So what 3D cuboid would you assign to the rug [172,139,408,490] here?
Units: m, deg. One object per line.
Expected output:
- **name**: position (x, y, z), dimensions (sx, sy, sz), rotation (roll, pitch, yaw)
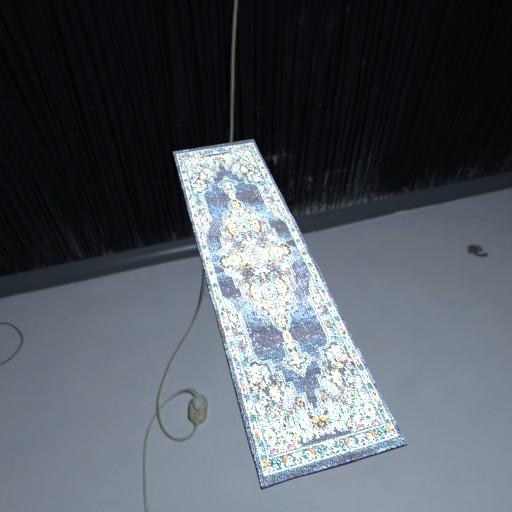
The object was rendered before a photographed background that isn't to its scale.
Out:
- **rug**: position (0.000, 0.000, 2.432), dimensions (0.602, 0.016, 2.283), rotation (-11, 48, -11)
